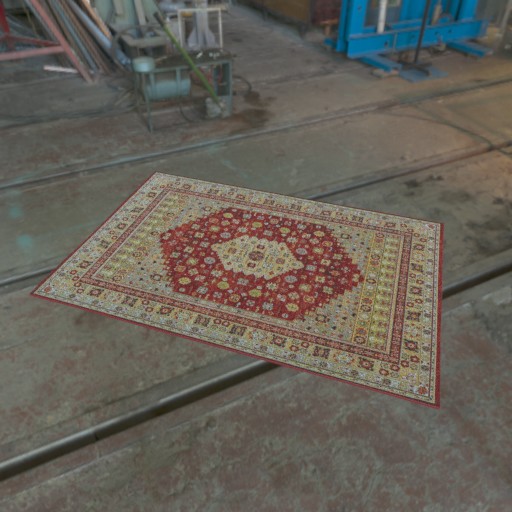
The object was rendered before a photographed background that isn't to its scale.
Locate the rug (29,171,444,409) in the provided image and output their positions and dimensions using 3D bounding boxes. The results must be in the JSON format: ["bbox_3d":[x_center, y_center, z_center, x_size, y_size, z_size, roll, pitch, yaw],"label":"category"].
[{"bbox_3d":[0.000,0.000,2.247,1.802,0.013,1.194,12,42,14],"label":"rug"}]
